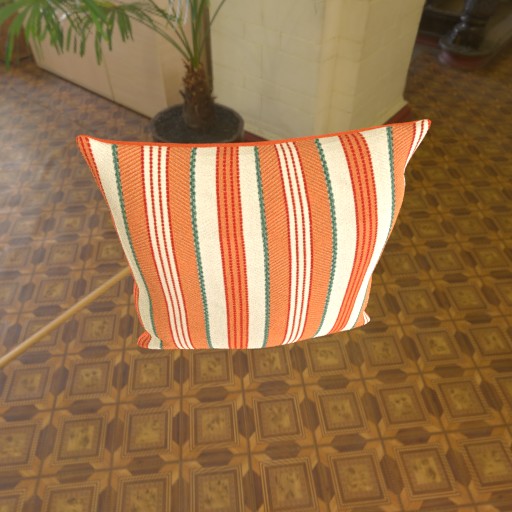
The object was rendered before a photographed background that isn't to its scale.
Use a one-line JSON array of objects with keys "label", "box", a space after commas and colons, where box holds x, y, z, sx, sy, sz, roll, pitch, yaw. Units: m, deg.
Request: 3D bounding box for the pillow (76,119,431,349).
[{"label": "pillow", "box": [0.000, 0.000, 0.680, 0.440, 0.441, 0.182, -5, 46, -5]}]
